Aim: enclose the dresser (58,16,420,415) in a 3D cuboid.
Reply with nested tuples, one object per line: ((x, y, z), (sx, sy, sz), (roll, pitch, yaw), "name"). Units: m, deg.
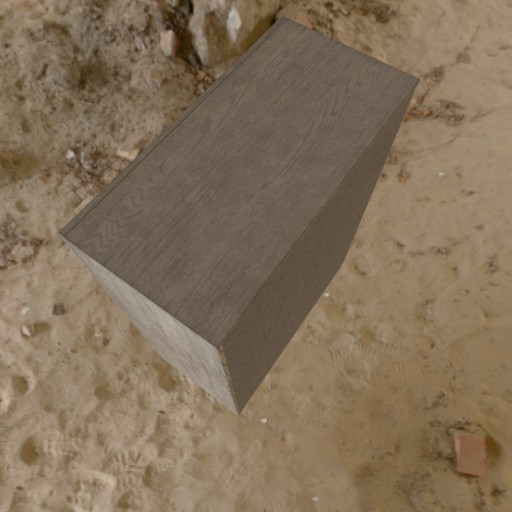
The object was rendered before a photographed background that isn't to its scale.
((0.000, 0.000, 1.755), (0.483, 1.295, 0.967), (33, 68, 15), "dresser")
